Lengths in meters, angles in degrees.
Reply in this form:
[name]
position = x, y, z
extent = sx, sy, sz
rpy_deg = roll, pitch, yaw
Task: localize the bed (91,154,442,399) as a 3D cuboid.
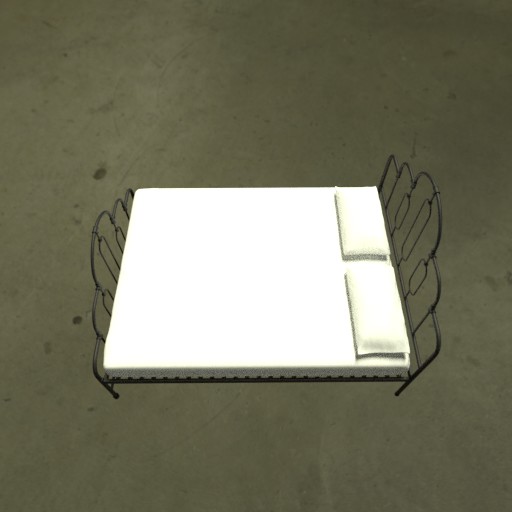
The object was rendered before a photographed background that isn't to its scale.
[bed]
position = 0.000, 0.000, 3.196
extent = 2.163, 1.429, 1.640
rpy_deg = 0, 57, 0
